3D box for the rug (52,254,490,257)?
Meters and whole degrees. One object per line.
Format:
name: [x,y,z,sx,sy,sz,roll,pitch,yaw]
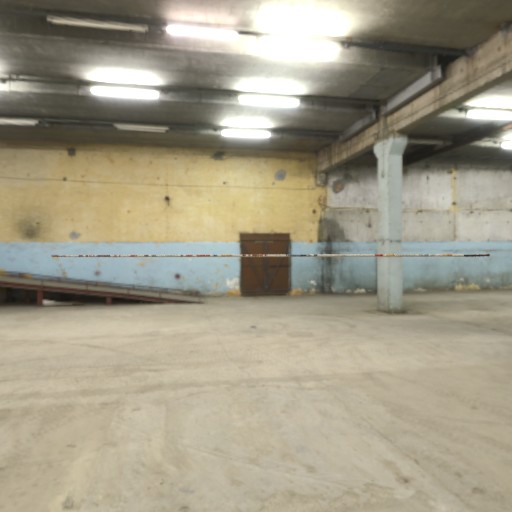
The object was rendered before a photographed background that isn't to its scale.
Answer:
rug: [0.000,0.000,2.963,2.682,0.015,0.763,0,0,17]
